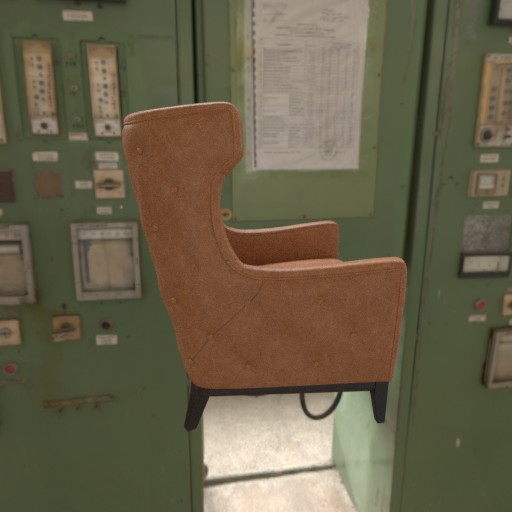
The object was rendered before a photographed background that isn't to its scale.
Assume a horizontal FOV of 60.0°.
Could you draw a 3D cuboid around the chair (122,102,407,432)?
[{"bbox_3d":[0.000,0.000,1.713,0.899,1.079,0.766,-2,15,-8],"label":"chair"}]
